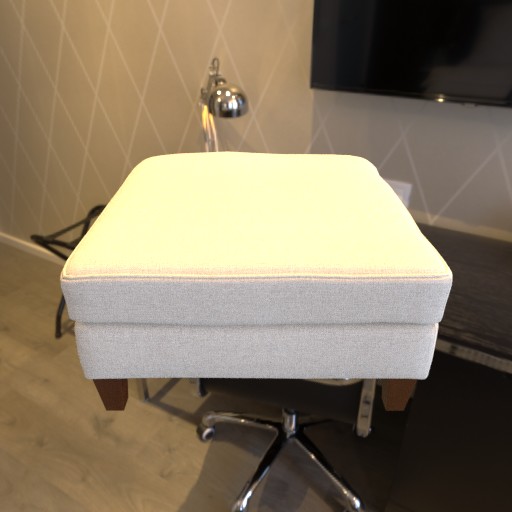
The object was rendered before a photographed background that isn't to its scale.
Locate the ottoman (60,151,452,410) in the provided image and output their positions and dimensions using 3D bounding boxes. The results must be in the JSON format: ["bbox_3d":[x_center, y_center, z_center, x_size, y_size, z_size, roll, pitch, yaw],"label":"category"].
[{"bbox_3d":[0.000,0.000,1.353,0.838,0.478,0.838,0,29,0],"label":"ottoman"}]
